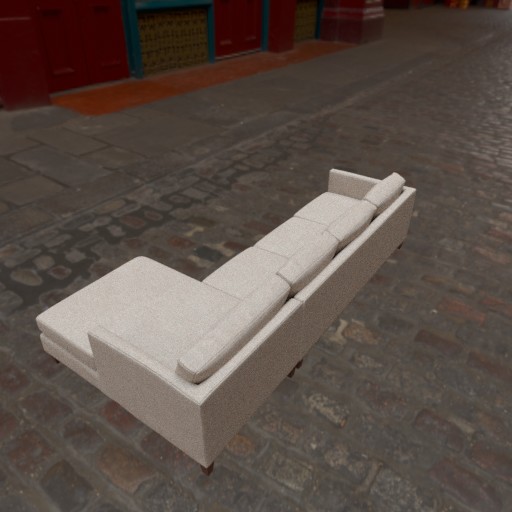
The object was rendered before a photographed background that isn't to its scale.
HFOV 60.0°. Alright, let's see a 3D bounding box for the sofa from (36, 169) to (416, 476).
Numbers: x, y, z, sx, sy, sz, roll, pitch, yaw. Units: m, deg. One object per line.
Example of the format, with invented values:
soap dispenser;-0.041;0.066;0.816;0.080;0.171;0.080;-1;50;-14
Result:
sofa;0.000;0.000;3.821;1.625;0.846;3.186;22;39;29
